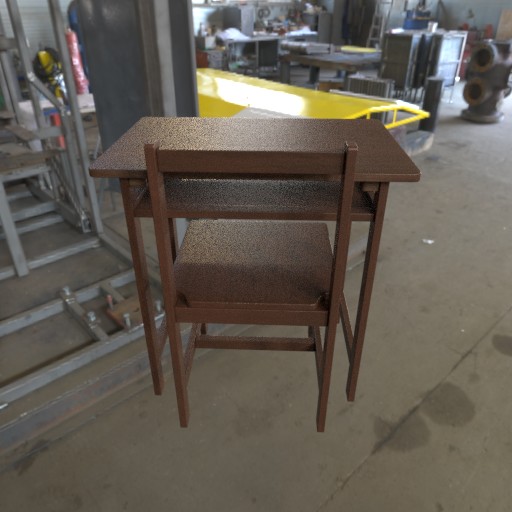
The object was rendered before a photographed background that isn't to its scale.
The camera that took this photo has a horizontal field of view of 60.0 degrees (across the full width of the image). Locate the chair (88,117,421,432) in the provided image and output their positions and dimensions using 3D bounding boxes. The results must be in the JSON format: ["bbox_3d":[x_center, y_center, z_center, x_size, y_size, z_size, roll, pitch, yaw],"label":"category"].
[{"bbox_3d":[0.000,0.000,1.061,0.599,0.673,0.463,1,31,2],"label":"chair"}]
